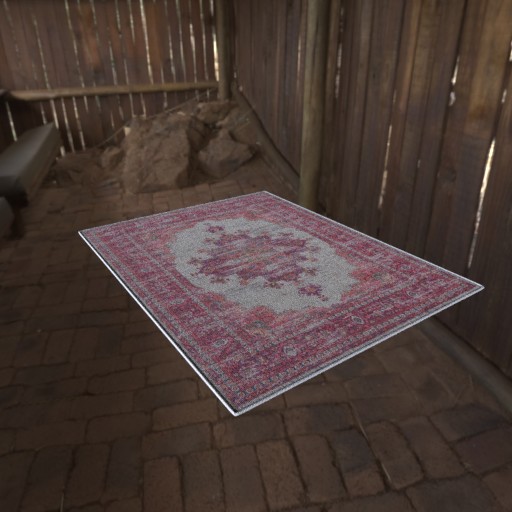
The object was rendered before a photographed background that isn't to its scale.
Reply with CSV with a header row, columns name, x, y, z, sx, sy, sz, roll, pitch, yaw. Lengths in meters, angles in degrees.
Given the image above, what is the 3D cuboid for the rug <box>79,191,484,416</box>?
name,x,y,z,sx,sy,sz,roll,pitch,yaw
rug,0.000,0.000,4.185,2.447,0.017,3.123,-17,31,-31
